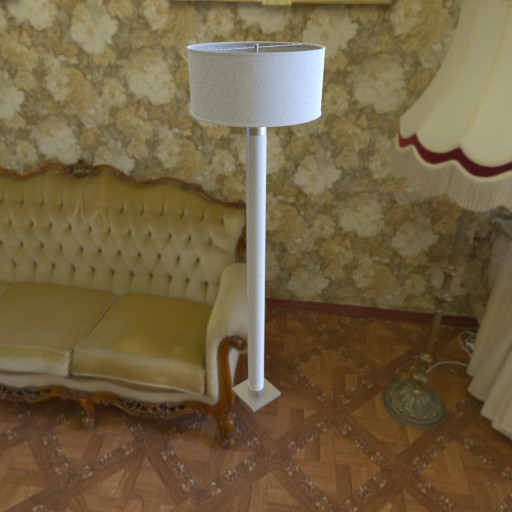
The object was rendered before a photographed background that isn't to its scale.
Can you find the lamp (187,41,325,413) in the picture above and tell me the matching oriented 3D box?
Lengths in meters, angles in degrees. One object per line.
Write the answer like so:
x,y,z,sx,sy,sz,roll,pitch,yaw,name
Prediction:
0.000,0.000,1.701,0.420,1.475,0.420,-22,36,-33,lamp
